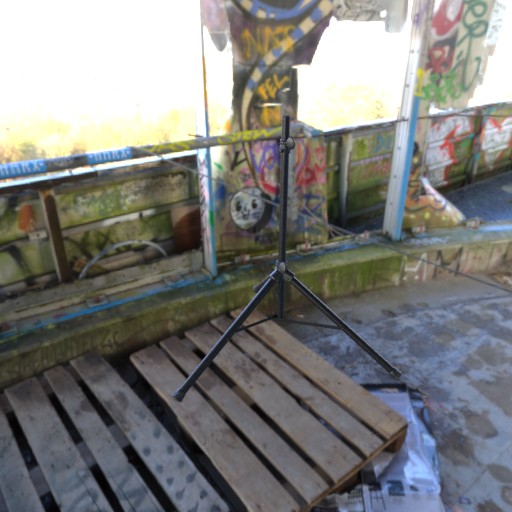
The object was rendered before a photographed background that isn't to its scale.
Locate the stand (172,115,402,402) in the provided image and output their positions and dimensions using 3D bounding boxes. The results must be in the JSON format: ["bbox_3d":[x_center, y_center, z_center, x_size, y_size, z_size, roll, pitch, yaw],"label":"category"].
[{"bbox_3d":[0.000,0.000,1.911,0.907,1.136,1.045,-19,32,-33],"label":"stand"}]
